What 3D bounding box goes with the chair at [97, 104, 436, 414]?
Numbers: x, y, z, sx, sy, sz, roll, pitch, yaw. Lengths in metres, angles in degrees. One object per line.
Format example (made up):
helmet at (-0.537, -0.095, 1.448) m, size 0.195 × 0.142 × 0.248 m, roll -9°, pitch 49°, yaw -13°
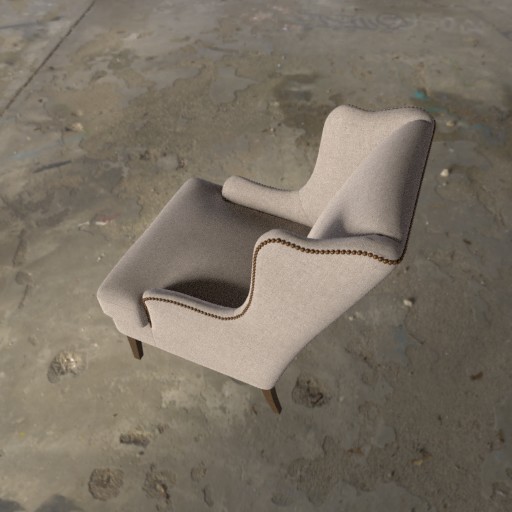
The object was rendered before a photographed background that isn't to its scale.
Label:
chair at (0.000, 0.000, 1.622) m, size 0.940 × 1.029 × 0.737 m, roll 17°, pitch 49°, yaw 15°
